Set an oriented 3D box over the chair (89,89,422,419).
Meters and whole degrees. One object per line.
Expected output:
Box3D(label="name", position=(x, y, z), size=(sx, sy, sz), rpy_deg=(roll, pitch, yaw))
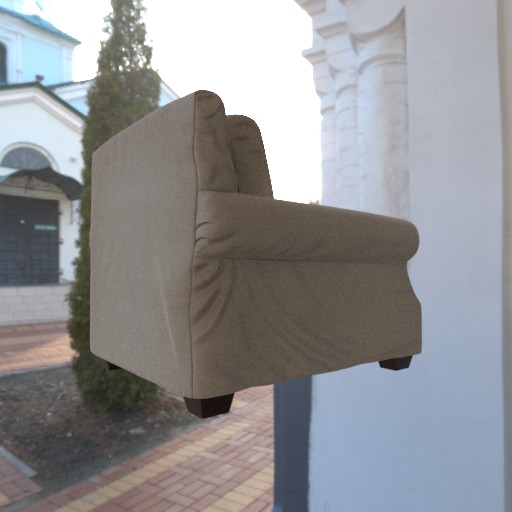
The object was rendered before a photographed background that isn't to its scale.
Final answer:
Box3D(label="chair", position=(0.000, 0.000, 1.727), size=(1.066, 0.866, 0.940), rpy_deg=(1, -2, -38))
